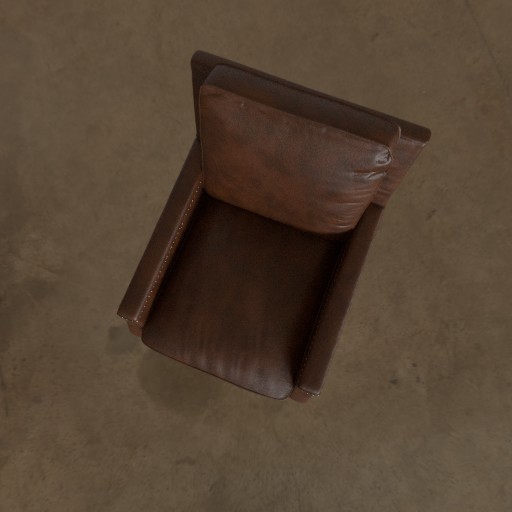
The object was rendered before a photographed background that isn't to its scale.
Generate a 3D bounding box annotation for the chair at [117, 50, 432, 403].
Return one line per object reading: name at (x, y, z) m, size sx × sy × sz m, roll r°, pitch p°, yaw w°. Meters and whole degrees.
chair at (0.000, 0.000, 1.820) m, size 0.854 × 1.054 × 1.035 m, roll 21°, pitch 78°, yaw 5°
